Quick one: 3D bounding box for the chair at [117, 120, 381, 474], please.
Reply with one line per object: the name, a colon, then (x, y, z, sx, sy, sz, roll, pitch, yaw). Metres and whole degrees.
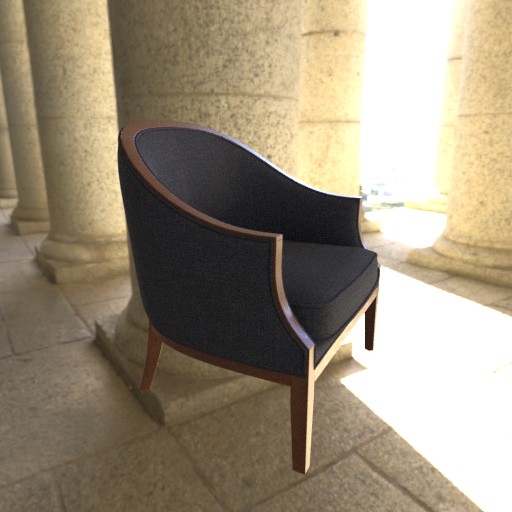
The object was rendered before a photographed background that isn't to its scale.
chair: (0.000, 0.000, 1.473, 0.735, 0.876, 0.803, 8, 17, 26)
